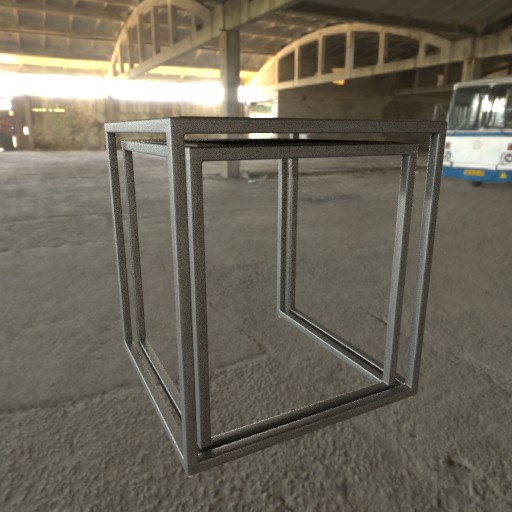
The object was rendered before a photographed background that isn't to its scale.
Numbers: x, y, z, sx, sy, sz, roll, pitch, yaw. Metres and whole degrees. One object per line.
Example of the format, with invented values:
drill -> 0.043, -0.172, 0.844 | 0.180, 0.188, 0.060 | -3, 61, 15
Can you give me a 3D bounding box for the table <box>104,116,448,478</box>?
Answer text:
table -> 0.000, 0.000, 0.857 | 0.450, 0.500, 0.449 | -8, 18, -26
